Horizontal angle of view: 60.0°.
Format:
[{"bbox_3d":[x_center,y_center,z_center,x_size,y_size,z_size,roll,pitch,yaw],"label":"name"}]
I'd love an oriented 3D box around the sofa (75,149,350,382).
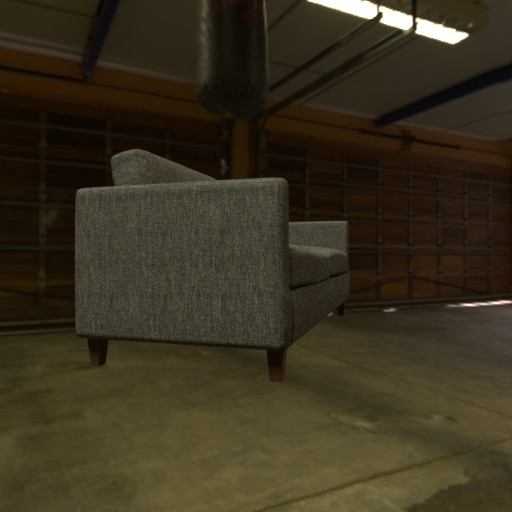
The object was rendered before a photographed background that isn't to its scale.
[{"bbox_3d":[0.000,0.000,2.771,0.948,0.960,2.208,0,0,18],"label":"sofa"}]
